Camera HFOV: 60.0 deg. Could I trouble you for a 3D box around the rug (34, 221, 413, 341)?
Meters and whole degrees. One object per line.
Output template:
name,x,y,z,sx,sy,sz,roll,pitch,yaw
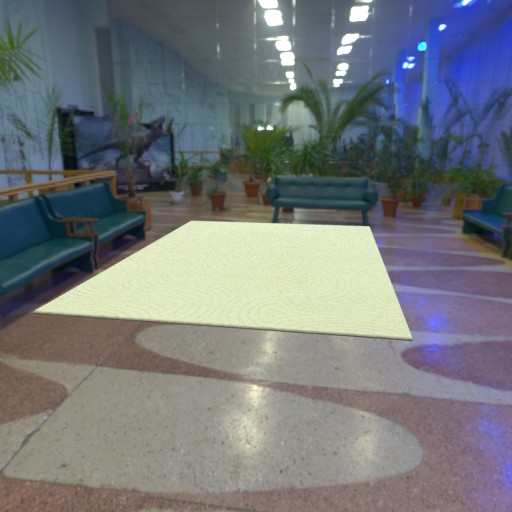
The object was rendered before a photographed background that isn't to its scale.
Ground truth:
rug,0.000,0.000,2.750,1.526,0.015,2.132,3,15,9
